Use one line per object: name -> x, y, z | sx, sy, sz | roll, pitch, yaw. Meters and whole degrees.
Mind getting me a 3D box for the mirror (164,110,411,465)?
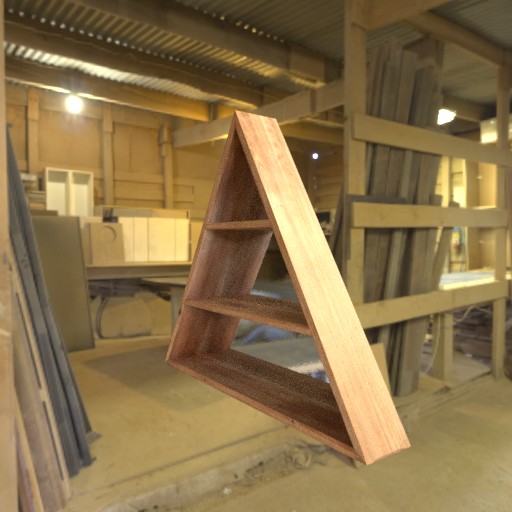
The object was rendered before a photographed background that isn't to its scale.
mirror -> 0.000, 0.000, 0.868 | 0.100, 0.548, 0.631 | -1, 2, -37
